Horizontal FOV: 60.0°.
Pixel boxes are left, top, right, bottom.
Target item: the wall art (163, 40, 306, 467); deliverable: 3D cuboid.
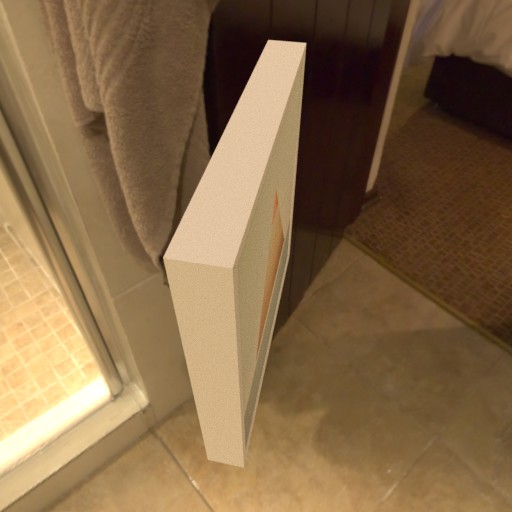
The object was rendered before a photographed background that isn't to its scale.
[{"bbox_3d":[0.000,0.000,0.448,0.038,0.304,0.305,9,47,8],"label":"wall art"}]
